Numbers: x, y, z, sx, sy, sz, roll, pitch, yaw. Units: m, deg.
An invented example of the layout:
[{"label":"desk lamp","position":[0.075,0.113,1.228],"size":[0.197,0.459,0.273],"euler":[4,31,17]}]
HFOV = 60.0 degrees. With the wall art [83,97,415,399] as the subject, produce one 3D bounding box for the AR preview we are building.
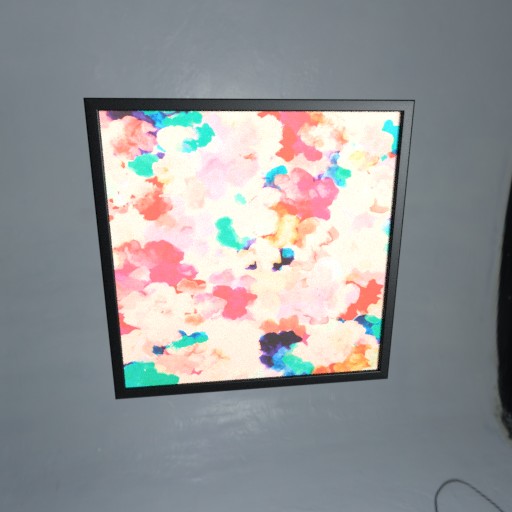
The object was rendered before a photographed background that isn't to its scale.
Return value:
[{"label":"wall art","position":[0.000,0.000,1.130],"size":[0.756,0.755,0.036],"euler":[-2,17,-7]}]
